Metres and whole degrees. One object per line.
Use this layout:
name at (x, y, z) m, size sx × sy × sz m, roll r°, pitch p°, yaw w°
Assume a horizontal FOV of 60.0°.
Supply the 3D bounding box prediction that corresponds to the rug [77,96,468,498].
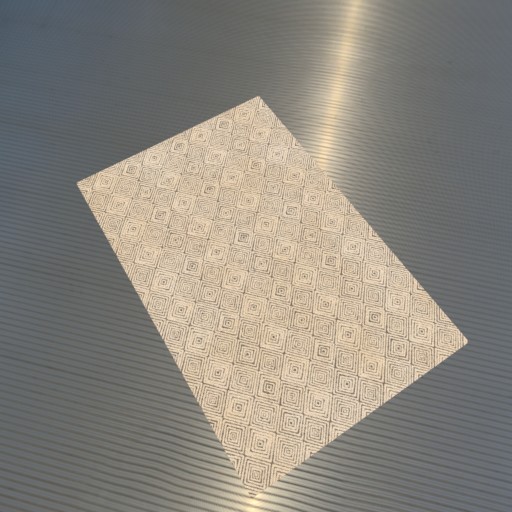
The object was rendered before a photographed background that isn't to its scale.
rug at (0.000, 0.000, 2.217) m, size 1.175 × 0.008 × 1.783 m, roll -30°, pitch 68°, yaw -13°
